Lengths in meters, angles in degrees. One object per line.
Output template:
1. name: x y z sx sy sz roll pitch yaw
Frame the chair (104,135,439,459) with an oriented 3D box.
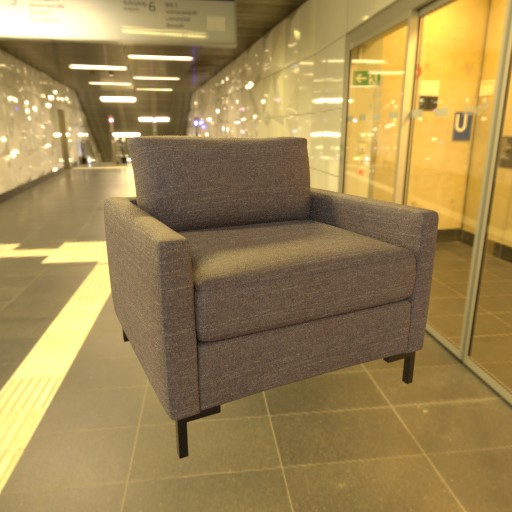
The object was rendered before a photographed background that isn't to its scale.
1. chair: 0.000 0.000 1.608 0.940 0.841 0.845 -8 17 -26
